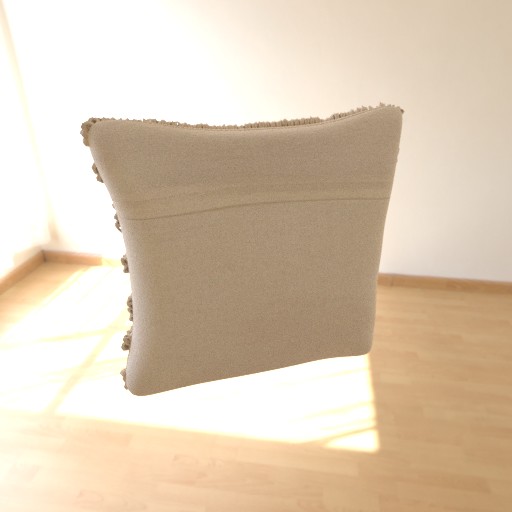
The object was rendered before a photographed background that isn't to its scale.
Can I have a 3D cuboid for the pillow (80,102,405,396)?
[{"bbox_3d":[0.000,0.000,0.665,0.437,0.427,0.145,-7,26,-15],"label":"pillow"}]
